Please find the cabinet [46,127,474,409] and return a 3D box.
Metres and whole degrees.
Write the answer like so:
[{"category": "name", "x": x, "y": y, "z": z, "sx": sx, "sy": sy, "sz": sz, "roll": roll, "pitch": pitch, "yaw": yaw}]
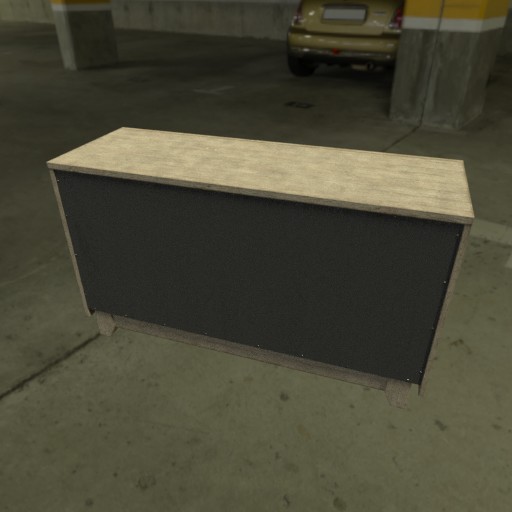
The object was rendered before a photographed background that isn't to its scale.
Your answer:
[{"category": "cabinet", "x": 0.000, "y": 0.000, "z": 1.858, "sx": 1.460, "sy": 0.825, "sz": 0.511, "roll": 10, "pitch": 33, "yaw": 16}]
